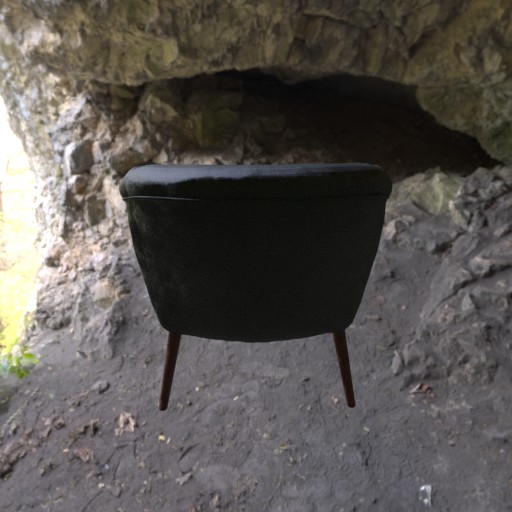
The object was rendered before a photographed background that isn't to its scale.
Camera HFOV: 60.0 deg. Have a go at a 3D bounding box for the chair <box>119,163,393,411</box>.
[{"bbox_3d":[0.000,0.000,1.488,0.851,0.885,0.776,-1,32,-1],"label":"chair"}]
